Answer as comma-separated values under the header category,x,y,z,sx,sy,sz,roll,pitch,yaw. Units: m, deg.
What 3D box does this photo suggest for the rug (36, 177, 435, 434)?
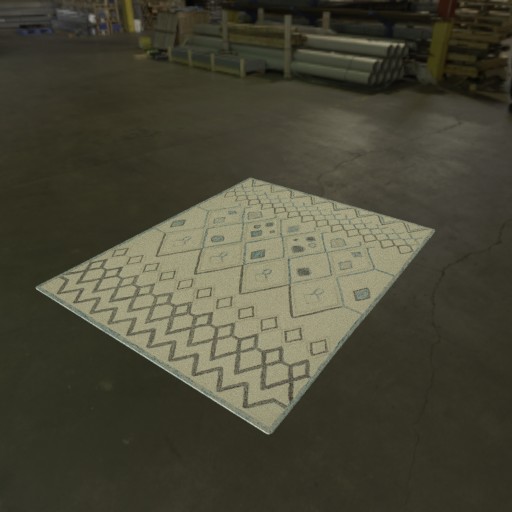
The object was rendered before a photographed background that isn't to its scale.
category,x,y,z,sx,sy,sz,roll,pitch,yaw
rug,0.000,0.000,4.216,2.441,0.013,3.056,21,38,30
